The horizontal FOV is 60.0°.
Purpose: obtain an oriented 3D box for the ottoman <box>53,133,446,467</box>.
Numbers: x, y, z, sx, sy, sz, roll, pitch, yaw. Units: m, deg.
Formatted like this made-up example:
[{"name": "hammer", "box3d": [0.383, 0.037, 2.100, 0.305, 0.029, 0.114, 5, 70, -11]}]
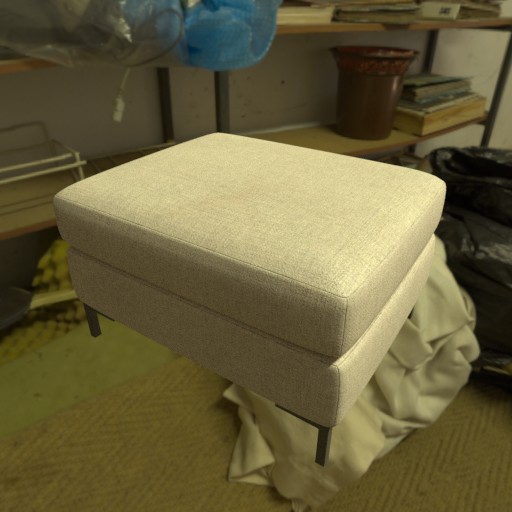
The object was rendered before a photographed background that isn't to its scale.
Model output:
[{"name": "ottoman", "box3d": [0.000, 0.000, 1.221, 0.820, 0.490, 0.671, 19, 36, 29]}]
